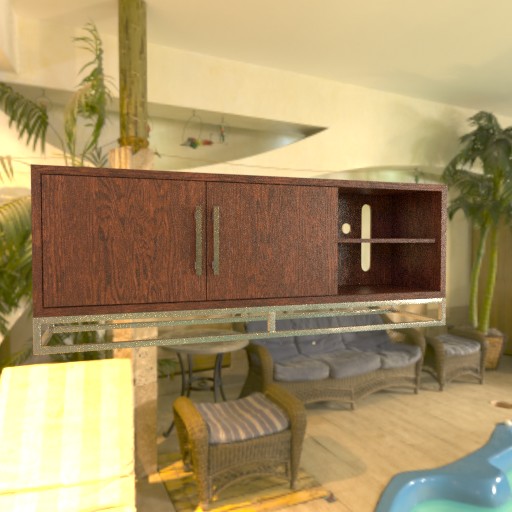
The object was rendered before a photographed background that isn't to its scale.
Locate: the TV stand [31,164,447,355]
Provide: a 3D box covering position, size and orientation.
[{"bbox_3d":[0.000,0.000,1.745,1.541,0.578,0.382,-1,2,-18],"label":"TV stand"}]
